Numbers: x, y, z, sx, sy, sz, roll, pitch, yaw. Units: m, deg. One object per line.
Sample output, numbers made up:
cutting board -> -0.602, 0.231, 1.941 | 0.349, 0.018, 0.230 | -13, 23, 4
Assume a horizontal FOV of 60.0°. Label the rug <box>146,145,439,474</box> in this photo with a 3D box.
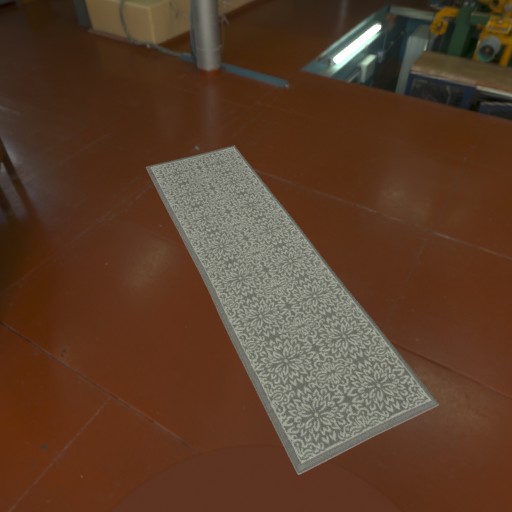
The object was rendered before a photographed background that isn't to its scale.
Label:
rug -> 0.000, 0.000, 2.432 | 0.662, 0.011, 2.196 | -18, 48, -17
